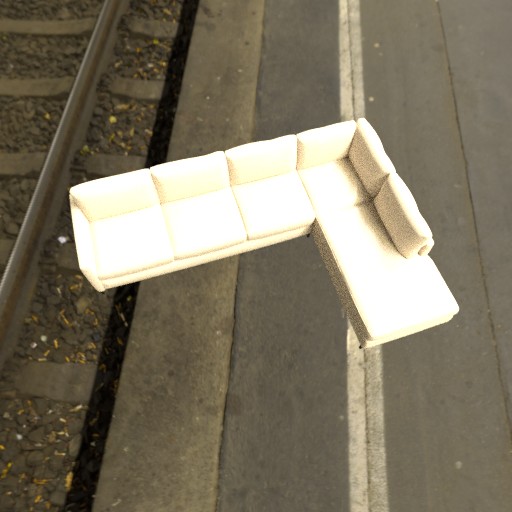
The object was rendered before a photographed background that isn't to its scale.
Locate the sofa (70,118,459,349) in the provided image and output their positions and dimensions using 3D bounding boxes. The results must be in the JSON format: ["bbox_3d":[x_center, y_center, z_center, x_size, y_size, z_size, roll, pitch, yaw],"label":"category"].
[{"bbox_3d":[0.000,0.000,3.899,2.949,0.815,2.007,-15,63,-8],"label":"sofa"}]
